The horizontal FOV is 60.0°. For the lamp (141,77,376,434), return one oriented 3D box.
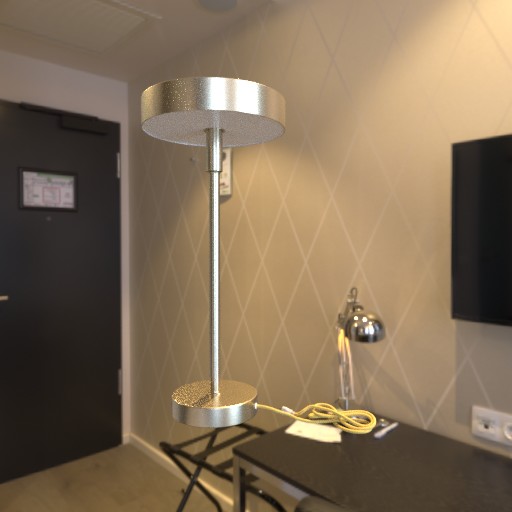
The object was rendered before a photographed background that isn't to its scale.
[{"bbox_3d":[0.000,0.000,0.699,0.369,0.508,0.229,0,2,17],"label":"lamp"}]
